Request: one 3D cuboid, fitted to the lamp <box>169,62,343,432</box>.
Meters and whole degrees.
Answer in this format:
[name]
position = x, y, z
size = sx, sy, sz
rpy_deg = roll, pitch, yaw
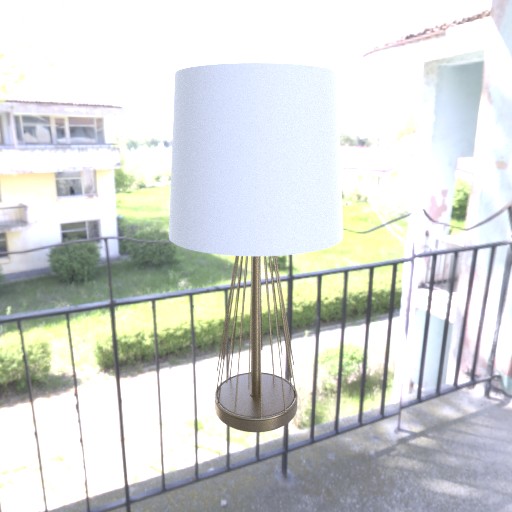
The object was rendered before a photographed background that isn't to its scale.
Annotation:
[lamp]
position = 0.000, 0.000, 0.795
size = 0.303, 0.618, 0.303
rpy_deg = 0, 16, 0
